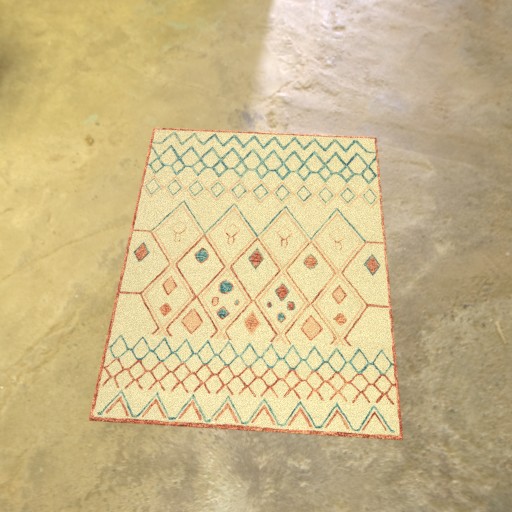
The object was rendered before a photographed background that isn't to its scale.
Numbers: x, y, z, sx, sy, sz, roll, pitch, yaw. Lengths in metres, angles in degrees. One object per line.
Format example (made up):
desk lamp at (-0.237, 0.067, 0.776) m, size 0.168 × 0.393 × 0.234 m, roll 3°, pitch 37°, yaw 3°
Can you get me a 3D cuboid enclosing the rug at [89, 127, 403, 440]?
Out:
rug at (0.000, 0.000, 4.134) m, size 2.441 × 0.016 × 3.050 m, roll 3°, pitch 62°, yaw 2°
